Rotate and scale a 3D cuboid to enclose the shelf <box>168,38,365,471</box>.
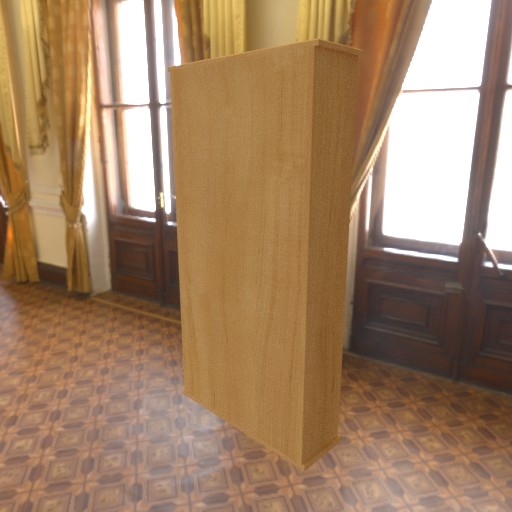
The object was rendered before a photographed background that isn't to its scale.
[{"bbox_3d":[0.000,0.000,1.251,0.520,1.030,0.175,14,20,43],"label":"shelf"}]
